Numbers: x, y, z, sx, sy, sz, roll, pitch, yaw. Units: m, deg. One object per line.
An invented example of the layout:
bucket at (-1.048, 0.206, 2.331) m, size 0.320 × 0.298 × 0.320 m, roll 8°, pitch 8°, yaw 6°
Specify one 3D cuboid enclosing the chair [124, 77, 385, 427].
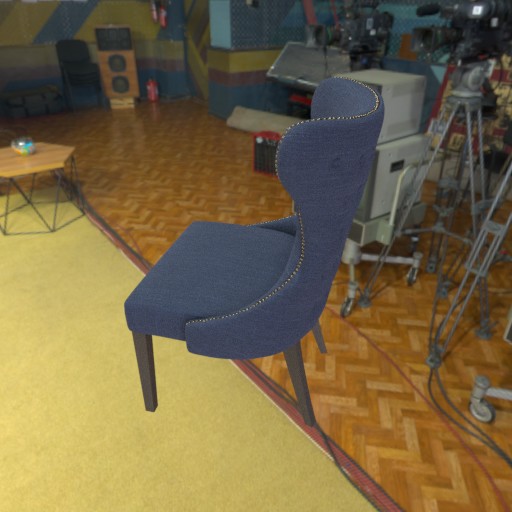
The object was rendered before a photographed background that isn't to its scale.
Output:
chair at (0.000, 0.000, 1.353) m, size 0.635 × 0.967 × 0.628 m, roll 7°, pitch 31°, yaw 12°
